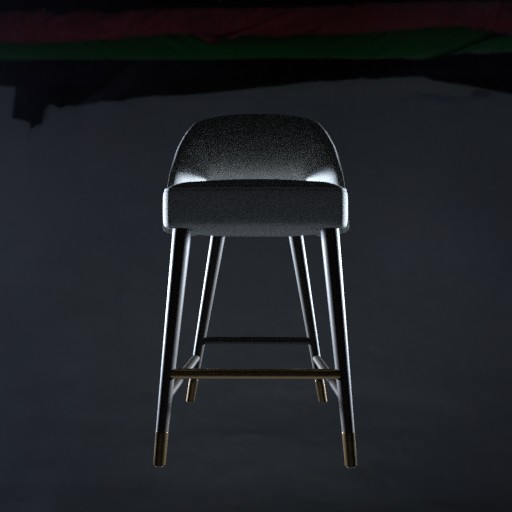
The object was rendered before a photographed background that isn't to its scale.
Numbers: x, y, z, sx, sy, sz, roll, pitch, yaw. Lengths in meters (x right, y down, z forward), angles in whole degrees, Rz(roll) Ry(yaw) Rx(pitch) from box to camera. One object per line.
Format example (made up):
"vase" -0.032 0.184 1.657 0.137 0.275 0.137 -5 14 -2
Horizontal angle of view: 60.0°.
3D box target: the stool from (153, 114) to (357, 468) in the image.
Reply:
"stool" 0.000 0.000 1.232 0.494 0.940 0.509 0 0 1
